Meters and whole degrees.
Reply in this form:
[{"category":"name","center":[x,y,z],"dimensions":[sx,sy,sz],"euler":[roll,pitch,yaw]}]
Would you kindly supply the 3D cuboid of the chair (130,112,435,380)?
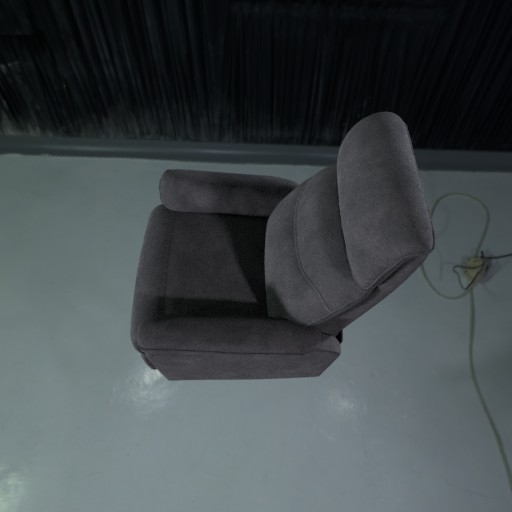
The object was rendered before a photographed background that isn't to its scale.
[{"category":"chair","center":[0.000,0.000,1.765],"dimensions":[1.009,1.035,0.830],"euler":[0,58,0]}]
